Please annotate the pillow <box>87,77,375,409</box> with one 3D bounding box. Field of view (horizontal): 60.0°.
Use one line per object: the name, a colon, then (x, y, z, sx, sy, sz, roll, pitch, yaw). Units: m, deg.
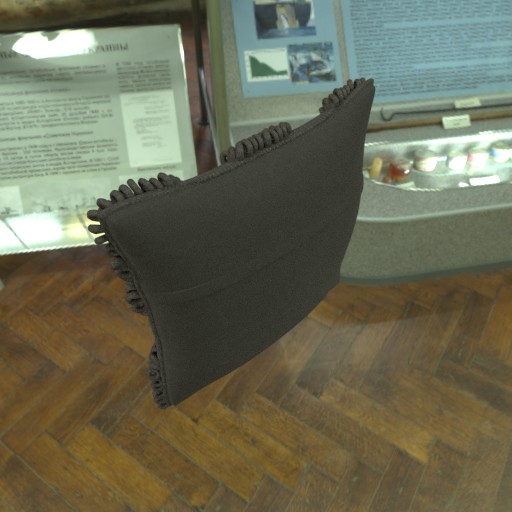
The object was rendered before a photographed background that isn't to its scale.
pillow: (0.000, 0.000, 0.724, 0.470, 0.467, 0.172, -33, 55, -27)
